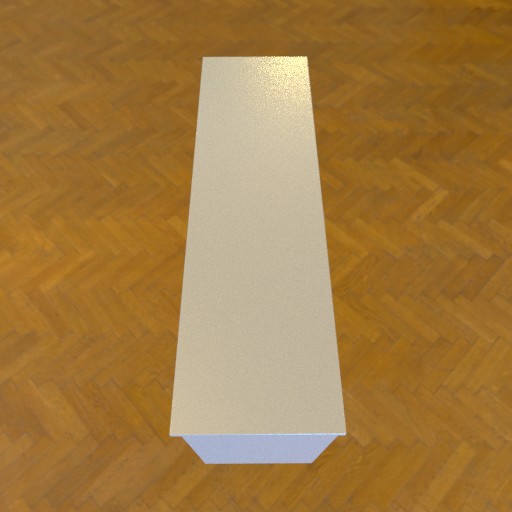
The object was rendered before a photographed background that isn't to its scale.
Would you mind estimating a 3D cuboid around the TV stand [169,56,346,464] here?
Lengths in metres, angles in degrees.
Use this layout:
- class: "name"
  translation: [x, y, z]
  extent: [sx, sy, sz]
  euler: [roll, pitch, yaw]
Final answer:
- class: "TV stand"
  translation: [0.000, 0.000, 1.416]
  extent: [0.344, 0.603, 1.167]
  euler: [0, 59, 0]
